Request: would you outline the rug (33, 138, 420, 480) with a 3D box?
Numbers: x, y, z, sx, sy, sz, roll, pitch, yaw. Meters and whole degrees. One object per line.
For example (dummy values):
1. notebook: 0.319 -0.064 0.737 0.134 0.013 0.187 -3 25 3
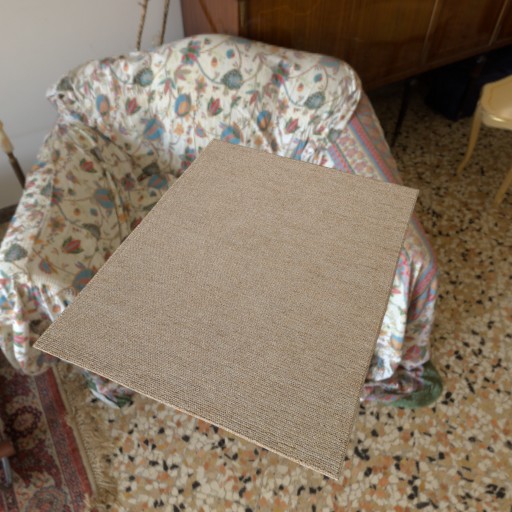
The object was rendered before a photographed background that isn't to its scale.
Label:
1. rug: 0.000 0.000 3.990 2.406 0.012 3.034 18 50 15
